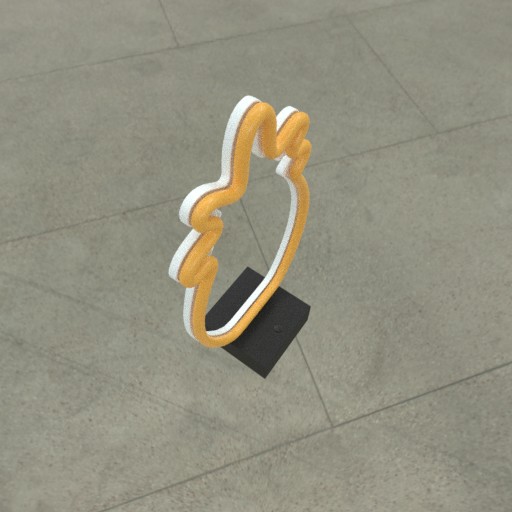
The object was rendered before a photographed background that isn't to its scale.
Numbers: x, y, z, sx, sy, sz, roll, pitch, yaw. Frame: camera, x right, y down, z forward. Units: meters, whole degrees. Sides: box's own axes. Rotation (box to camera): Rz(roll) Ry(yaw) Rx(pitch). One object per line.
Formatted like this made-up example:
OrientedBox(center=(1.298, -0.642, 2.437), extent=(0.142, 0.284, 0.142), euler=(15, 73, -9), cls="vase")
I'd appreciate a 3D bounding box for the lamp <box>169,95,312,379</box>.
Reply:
OrientedBox(center=(0.000, 0.000, 0.387), extent=(0.088, 0.317, 0.167), euler=(32, 63, 18), cls="lamp")
